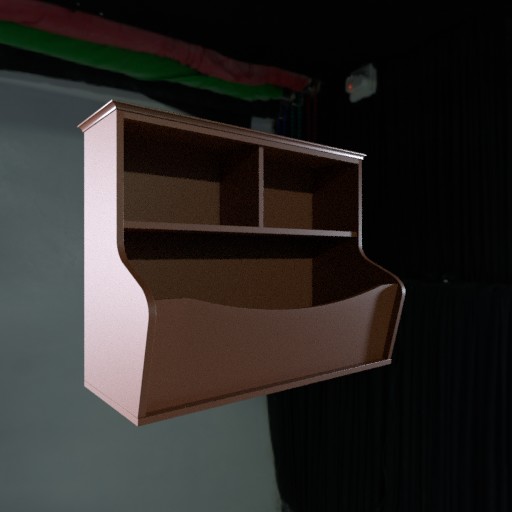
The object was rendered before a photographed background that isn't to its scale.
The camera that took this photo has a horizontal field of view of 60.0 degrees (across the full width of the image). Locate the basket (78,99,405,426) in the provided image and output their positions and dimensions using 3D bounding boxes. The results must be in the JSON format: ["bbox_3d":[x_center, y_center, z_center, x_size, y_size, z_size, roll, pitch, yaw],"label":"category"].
[{"bbox_3d":[0.000,0.000,1.159,0.792,0.625,0.376,0,0,-38],"label":"basket"}]
